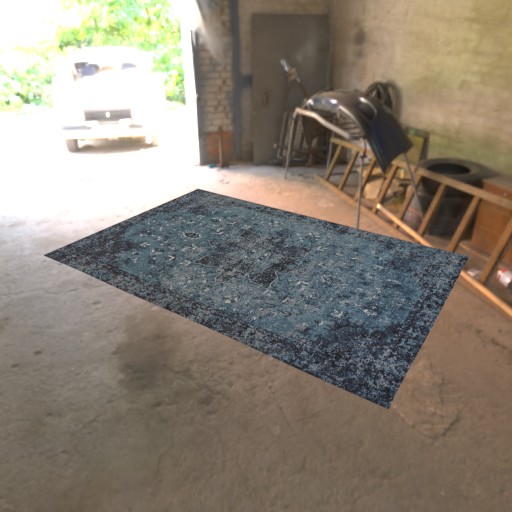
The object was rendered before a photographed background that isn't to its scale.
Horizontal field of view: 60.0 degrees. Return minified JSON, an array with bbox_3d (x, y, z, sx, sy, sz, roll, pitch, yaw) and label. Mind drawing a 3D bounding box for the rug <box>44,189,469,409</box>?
[{"bbox_3d":[0.000,0.000,2.287,1.828,0.005,1.219,18,33,30],"label":"rug"}]
